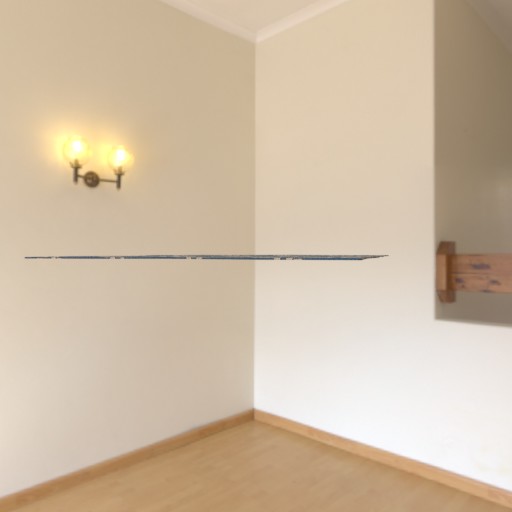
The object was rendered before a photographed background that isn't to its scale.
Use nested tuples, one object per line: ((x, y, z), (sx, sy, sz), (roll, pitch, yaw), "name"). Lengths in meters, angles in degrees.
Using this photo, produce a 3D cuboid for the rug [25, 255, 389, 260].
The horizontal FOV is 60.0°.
((0.000, 0.000, 2.776), (1.524, 0.013, 2.135), (0, 0, 19), "rug")
